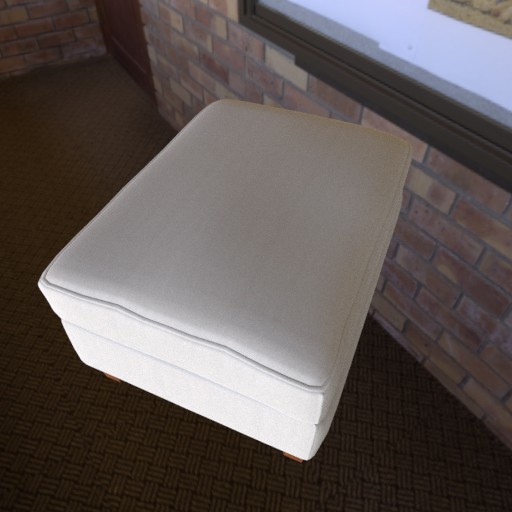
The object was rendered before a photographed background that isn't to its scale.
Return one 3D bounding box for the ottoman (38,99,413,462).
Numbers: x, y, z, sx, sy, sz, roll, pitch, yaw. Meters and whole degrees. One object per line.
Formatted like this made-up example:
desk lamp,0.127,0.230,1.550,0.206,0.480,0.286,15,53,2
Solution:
ottoman,0.000,0.000,1.182,0.634,0.496,0.818,18,50,16
